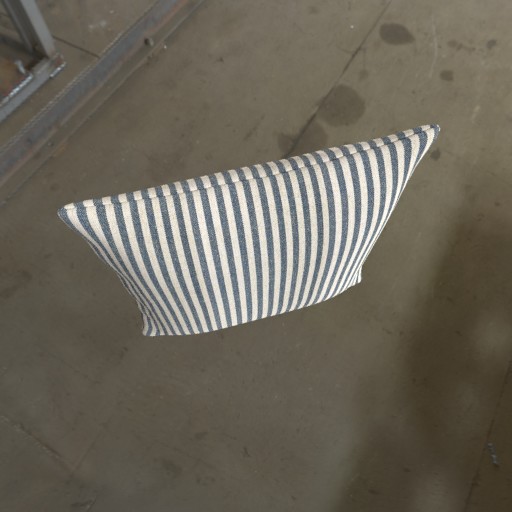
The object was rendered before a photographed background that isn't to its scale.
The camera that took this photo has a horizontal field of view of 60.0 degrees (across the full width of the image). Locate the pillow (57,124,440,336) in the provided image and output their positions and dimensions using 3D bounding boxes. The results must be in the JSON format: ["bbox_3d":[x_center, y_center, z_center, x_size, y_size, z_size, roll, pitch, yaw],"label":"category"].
[{"bbox_3d":[0.000,0.000,0.800,0.523,0.510,0.166,-14,65,-7],"label":"pillow"}]
